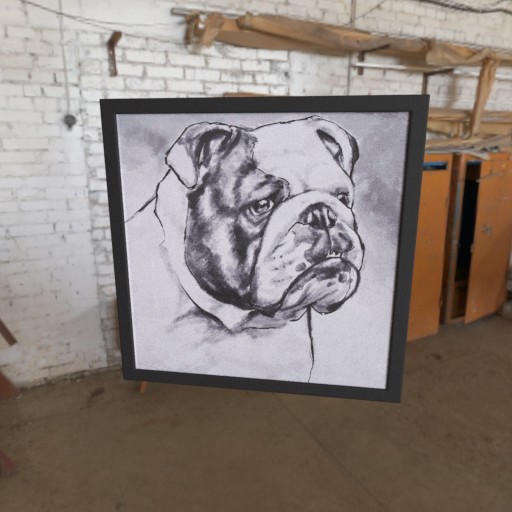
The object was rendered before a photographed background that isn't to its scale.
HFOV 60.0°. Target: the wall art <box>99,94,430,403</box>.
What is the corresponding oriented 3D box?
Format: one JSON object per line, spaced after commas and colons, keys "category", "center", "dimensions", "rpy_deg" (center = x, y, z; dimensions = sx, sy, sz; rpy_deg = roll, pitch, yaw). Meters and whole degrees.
{"category": "wall art", "center": [0.000, 0.000, 0.823], "dimensions": [0.562, 0.558, 0.012], "rpy_deg": [2, 15, 9]}
